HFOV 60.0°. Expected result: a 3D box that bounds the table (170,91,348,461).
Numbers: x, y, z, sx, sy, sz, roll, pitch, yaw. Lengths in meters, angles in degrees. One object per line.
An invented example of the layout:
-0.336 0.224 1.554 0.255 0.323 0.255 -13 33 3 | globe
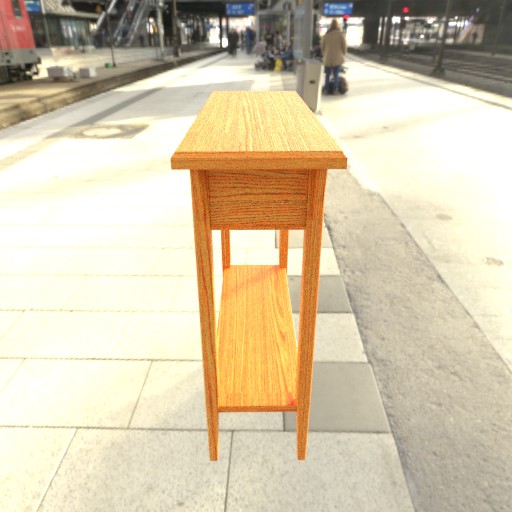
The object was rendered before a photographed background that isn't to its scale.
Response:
0.000 0.000 1.131 0.254 0.711 0.762 0 27 -1 | table
